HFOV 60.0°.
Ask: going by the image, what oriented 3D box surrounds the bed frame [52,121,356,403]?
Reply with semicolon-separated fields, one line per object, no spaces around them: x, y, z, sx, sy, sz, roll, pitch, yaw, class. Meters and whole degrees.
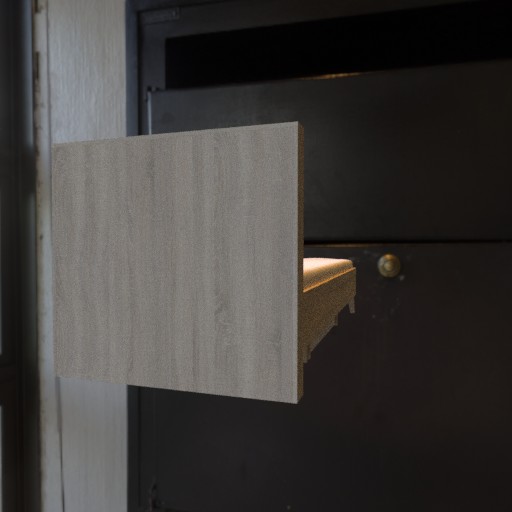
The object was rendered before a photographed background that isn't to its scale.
0.000;0.000;2.615;0.990;0.920;2.140;0;1;18;bed frame
